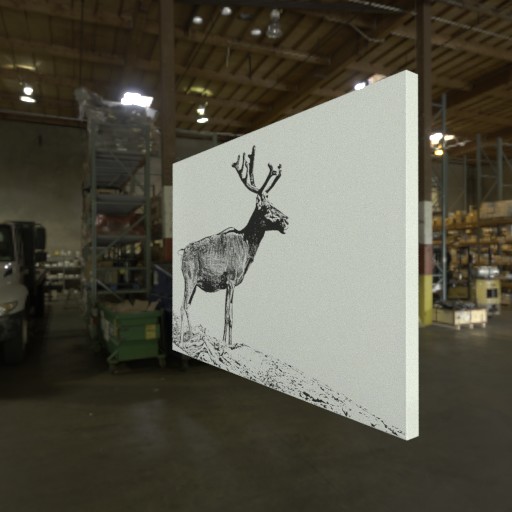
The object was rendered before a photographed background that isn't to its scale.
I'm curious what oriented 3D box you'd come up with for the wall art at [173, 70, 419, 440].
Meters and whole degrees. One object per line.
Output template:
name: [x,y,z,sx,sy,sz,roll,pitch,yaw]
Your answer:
wall art: [0.000,0.000,1.115,0.033,0.617,0.906,0,0,-36]
